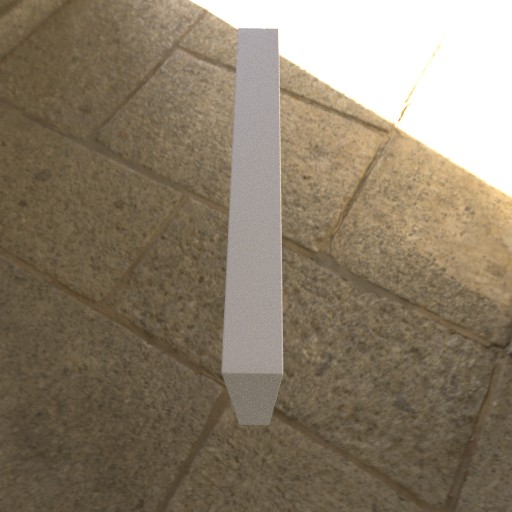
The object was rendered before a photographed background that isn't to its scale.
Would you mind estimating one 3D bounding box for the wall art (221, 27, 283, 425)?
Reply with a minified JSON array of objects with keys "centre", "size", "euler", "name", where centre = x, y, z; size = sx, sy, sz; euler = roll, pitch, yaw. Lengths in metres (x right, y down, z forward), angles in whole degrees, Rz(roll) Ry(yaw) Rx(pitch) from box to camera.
[{"centre":[0.000,0.000,0.466],"size":[0.037,0.305,0.305],"euler":[1,64,0],"name":"wall art"}]
